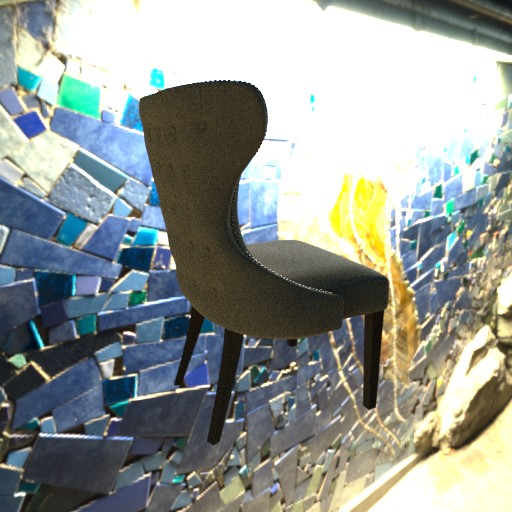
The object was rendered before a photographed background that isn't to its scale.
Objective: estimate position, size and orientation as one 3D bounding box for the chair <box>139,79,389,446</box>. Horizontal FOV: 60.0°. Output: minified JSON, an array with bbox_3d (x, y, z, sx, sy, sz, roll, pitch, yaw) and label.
[{"bbox_3d":[0.000,0.000,1.385,0.635,0.967,0.628,-8,18,-26],"label":"chair"}]
